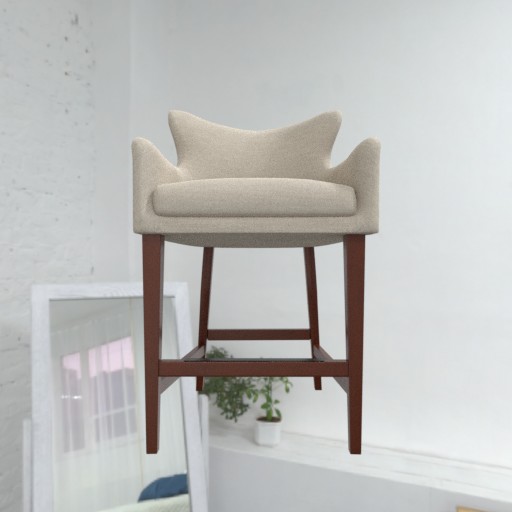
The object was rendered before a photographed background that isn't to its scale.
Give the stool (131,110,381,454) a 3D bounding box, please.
[{"bbox_3d":[0.000,0.000,1.382,0.615,0.987,0.637,0,0,0],"label":"stool"}]
